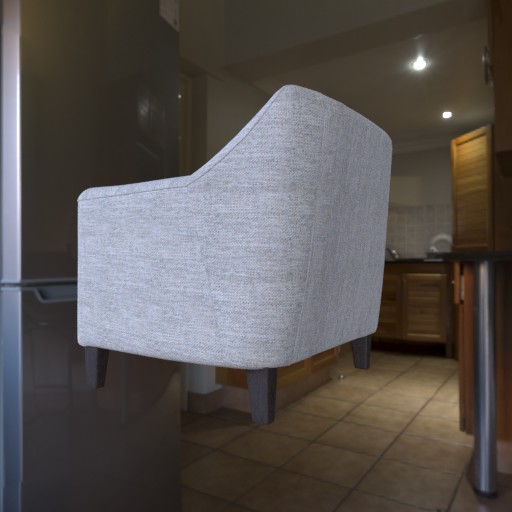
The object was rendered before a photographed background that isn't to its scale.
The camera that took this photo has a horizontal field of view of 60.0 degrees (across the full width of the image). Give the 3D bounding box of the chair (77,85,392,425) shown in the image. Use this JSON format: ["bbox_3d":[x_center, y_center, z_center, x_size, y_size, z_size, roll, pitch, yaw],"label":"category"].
[{"bbox_3d":[0.000,0.000,1.396,0.758,0.761,0.796,0,0,35],"label":"chair"}]
